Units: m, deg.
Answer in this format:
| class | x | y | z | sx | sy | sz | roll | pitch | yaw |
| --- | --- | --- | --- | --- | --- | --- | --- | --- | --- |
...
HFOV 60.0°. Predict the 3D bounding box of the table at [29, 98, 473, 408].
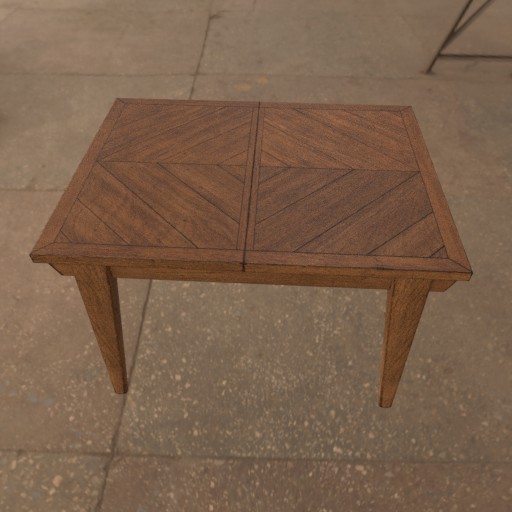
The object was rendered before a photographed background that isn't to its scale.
| class | x | y | z | sx | sy | sz | roll | pitch | yaw |
| --- | --- | --- | --- | --- | --- | --- | --- | --- | --- |
| table | 0.000 | 0.000 | 1.557 | 1.027 | 0.760 | 0.757 | 2 | 47 | 2 |
